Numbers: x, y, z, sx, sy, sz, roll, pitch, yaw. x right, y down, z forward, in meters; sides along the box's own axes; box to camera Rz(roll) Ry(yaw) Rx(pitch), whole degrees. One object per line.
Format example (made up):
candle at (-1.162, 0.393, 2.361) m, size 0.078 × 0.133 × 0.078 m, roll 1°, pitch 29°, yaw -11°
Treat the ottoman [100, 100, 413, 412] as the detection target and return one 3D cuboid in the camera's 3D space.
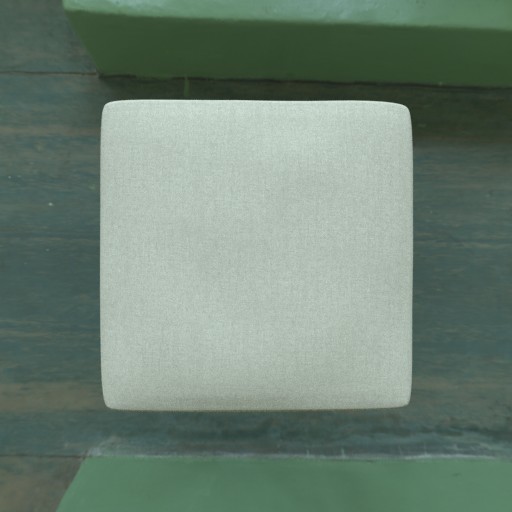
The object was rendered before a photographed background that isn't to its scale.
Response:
ottoman at (0.000, 0.000, 1.338) m, size 0.843 × 0.436 × 0.840 m, roll 0°, pitch 90°, yaw -1°
